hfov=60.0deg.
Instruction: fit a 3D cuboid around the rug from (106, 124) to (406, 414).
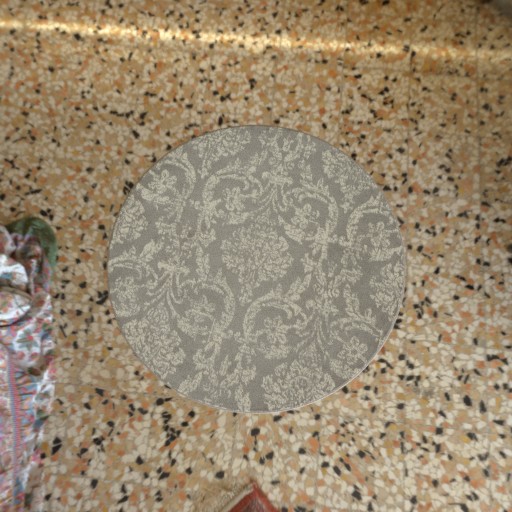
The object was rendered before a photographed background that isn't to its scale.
[{"bbox_3d":[0.000,0.000,2.369,1.593,0.012,1.593,0,74,0],"label":"rug"}]
